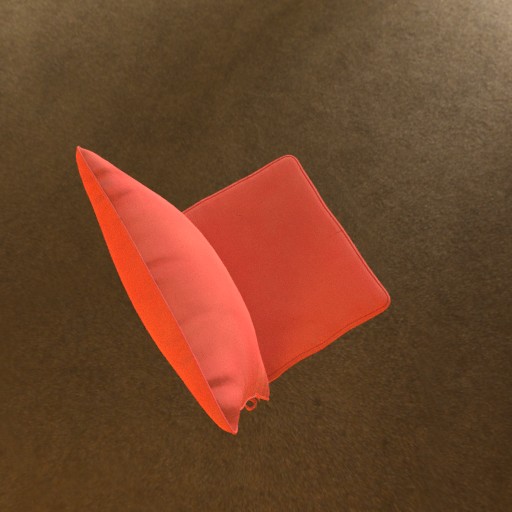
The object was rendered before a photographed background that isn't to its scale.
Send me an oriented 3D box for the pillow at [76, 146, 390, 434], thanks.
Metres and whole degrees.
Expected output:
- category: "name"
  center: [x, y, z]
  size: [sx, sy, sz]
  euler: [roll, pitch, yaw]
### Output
- category: "pillow"
  center: [0.000, 0.000, 1.368]
  size: [0.733, 0.725, 0.798]
  euler: [-30, 77, -8]
